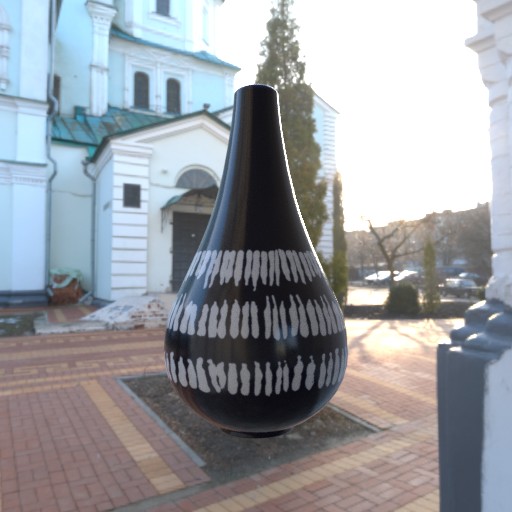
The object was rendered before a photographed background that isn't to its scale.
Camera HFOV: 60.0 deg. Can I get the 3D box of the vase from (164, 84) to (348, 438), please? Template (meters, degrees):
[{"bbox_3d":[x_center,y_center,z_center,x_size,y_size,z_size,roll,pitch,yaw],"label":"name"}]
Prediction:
[{"bbox_3d":[0.000,0.000,0.392,0.159,0.295,0.159,0,-2,0],"label":"vase"}]
